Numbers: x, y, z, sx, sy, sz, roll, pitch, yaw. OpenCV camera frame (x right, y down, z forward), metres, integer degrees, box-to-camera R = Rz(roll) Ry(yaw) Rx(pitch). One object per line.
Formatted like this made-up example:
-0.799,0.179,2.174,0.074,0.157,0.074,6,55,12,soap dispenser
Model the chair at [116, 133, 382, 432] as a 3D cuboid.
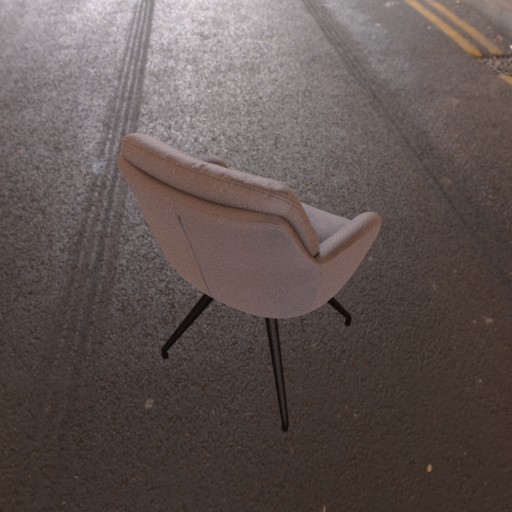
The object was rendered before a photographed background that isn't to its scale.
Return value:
0.000,0.000,1.270,0.579,0.888,0.569,24,49,22,chair
